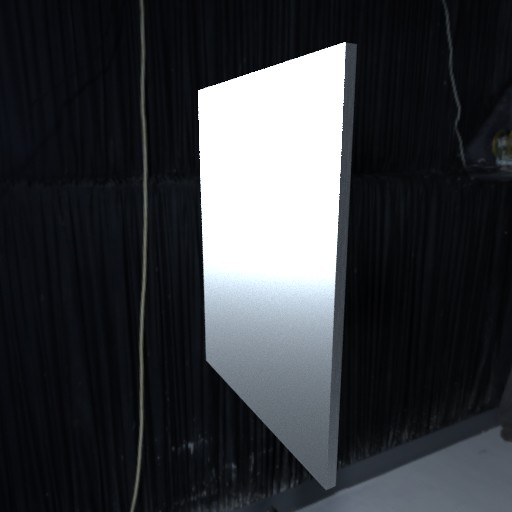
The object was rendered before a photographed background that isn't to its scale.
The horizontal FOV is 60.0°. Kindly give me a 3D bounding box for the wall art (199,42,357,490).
[{"bbox_3d":[0.000,0.000,1.361,0.030,1.046,0.816,-7,15,-27],"label":"wall art"}]
